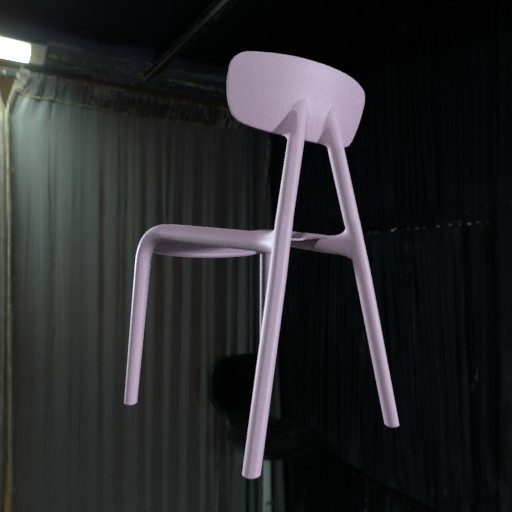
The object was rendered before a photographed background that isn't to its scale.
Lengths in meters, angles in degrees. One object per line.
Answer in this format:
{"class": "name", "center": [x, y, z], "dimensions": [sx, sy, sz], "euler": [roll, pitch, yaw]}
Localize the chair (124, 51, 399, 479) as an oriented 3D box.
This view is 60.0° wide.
{"class": "chair", "center": [0.000, 0.000, 0.820], "dimensions": [0.356, 0.580, 0.401], "euler": [0, -1, -37]}
